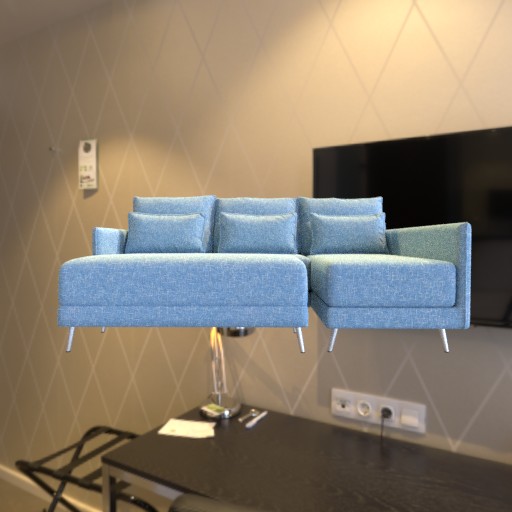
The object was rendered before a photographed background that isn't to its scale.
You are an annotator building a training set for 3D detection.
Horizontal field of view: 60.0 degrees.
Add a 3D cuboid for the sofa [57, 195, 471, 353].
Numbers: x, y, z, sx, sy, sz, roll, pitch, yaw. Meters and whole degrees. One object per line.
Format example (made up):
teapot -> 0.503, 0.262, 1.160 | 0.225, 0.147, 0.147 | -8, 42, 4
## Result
sofa -> 0.000, 0.000, 2.775 | 2.034, 0.899, 1.420 | 0, 2, 1
